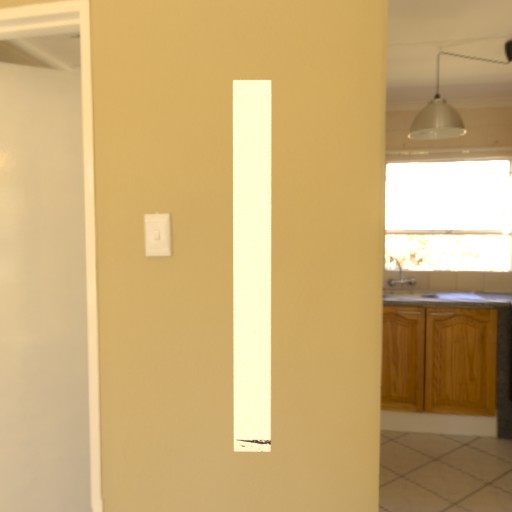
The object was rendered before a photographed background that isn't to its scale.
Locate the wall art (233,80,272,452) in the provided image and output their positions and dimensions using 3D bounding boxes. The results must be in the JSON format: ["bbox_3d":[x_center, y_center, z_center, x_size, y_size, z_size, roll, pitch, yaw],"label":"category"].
[{"bbox_3d":[0.000,0.000,0.796,0.042,0.414,0.608,0,3,1],"label":"wall art"}]
